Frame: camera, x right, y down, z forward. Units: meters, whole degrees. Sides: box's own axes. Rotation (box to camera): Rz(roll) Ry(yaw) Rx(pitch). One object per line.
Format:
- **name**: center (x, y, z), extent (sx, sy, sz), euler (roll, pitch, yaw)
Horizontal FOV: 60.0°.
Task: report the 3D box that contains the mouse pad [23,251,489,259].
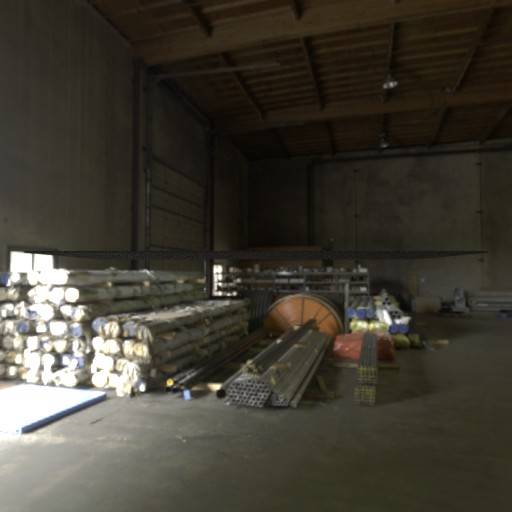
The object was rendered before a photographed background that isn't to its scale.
- **mouse pad**: center (0.000, 0.000, 1.051), extent (0.907, 0.003, 0.424), euler (0, -2, 0)
